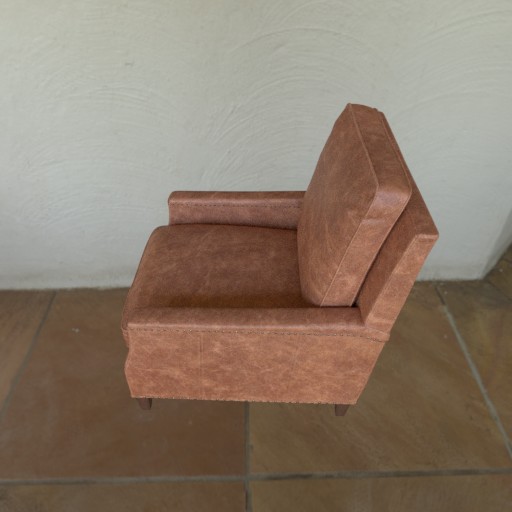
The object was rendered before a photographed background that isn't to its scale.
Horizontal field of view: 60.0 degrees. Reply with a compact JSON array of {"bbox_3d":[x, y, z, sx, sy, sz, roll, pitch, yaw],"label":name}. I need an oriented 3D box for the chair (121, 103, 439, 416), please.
[{"bbox_3d":[0.000,0.000,1.821,1.035,1.054,0.854,1,40,2],"label":"chair"}]
